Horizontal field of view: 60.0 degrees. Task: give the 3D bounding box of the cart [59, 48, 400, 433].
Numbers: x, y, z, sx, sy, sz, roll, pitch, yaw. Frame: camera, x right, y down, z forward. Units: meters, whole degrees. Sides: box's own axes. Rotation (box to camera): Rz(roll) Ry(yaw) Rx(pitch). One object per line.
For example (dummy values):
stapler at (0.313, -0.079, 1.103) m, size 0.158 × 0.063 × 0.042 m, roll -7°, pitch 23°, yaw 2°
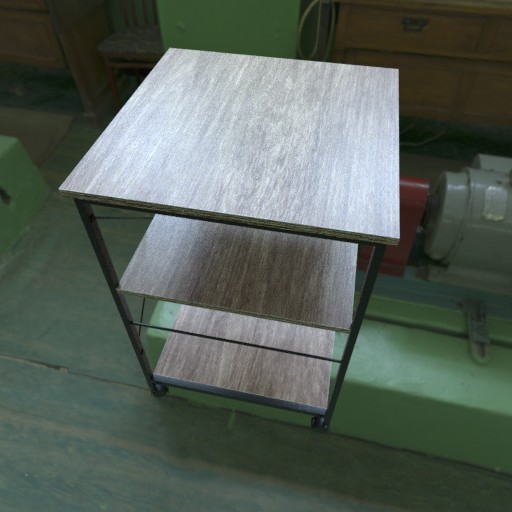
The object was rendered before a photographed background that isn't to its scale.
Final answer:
cart at (0.000, 0.000, 1.108) m, size 0.520 × 0.762 × 0.521 m, roll 9°, pitch 49°, yaw 8°
